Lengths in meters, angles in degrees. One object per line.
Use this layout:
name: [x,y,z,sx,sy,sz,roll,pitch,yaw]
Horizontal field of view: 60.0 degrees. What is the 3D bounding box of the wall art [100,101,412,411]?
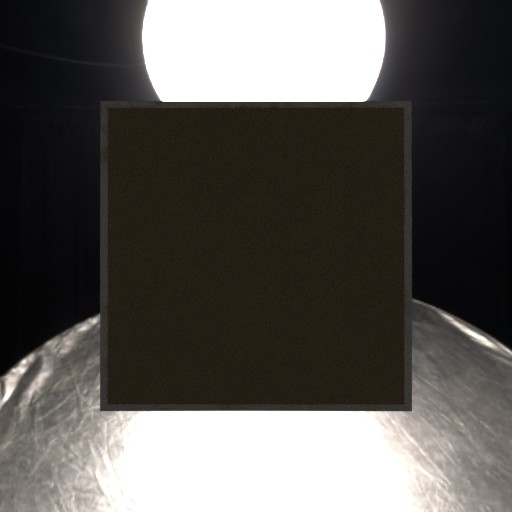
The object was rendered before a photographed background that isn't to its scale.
wall art: [0.000,0.000,0.452,0.305,0.303,0.038,0,0,0]
